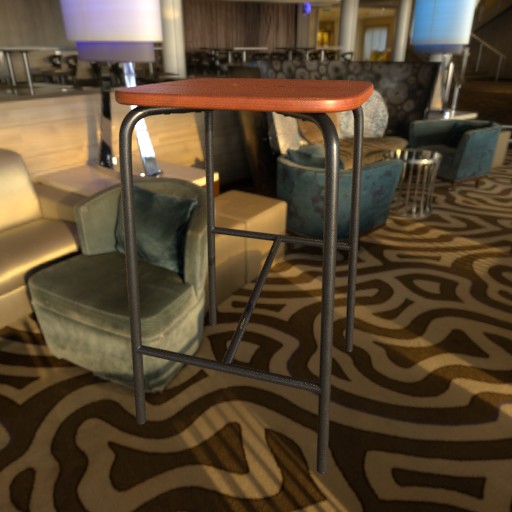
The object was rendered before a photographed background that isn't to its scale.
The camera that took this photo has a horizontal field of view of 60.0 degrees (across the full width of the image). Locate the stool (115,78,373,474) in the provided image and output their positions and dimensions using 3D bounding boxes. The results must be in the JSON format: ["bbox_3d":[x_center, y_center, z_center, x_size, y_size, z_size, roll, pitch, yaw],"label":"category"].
[{"bbox_3d":[0.000,0.000,0.847,0.376,0.610,0.376,8,26,16],"label":"stool"}]
